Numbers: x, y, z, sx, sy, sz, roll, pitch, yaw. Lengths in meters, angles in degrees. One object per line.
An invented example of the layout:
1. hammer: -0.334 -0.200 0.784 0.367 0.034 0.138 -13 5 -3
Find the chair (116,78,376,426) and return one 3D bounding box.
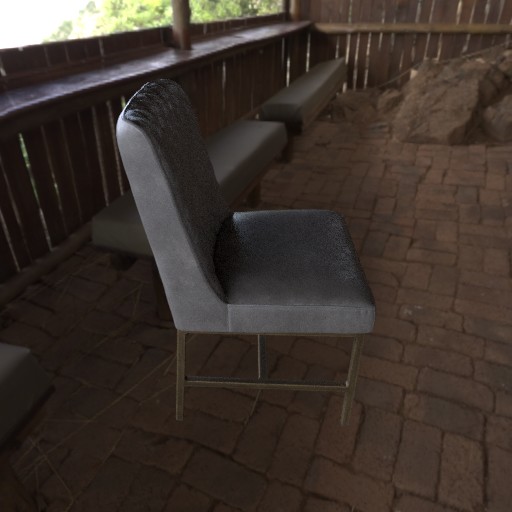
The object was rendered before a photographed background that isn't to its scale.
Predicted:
1. chair: 0.000 0.000 1.263 0.587 0.889 0.508 0 33 0
